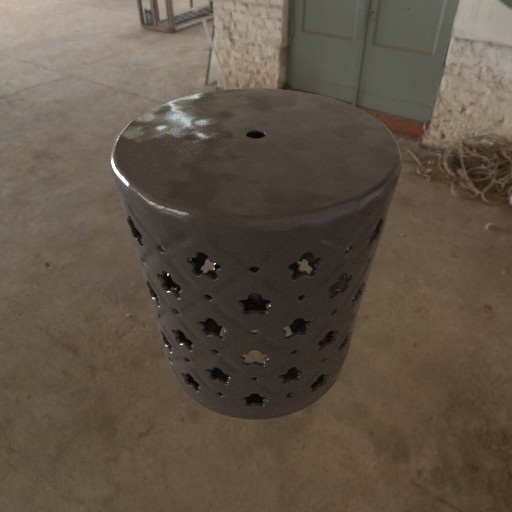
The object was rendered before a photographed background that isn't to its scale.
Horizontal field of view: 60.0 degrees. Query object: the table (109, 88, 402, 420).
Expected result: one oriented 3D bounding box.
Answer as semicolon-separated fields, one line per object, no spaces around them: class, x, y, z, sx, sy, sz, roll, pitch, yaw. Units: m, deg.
table;0.000;0.000;0.664;0.352;0.387;0.352;0;40;0
